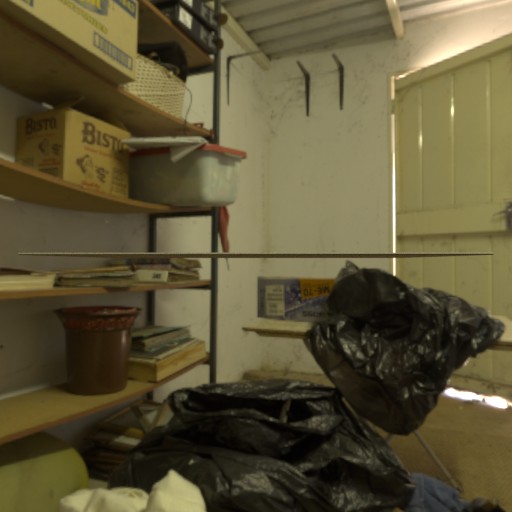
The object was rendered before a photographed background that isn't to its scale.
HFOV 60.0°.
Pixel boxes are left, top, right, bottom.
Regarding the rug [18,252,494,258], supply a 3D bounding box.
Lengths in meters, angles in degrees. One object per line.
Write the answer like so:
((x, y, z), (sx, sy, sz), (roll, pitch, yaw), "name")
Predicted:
((0.000, 0.000, 3.032), (2.438, 0.012, 1.524), (0, -1, 1), "rug")
